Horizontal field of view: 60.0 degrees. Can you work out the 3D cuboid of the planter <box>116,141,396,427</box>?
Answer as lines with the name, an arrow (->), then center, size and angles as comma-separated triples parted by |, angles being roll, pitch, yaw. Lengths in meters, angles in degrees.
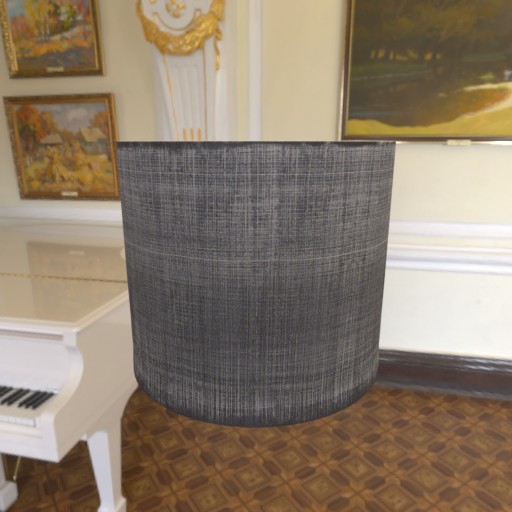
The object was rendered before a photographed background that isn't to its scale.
planter -> 0.000, 0.000, 0.314 | 0.178, 0.157, 0.178 | 0, 14, 0
